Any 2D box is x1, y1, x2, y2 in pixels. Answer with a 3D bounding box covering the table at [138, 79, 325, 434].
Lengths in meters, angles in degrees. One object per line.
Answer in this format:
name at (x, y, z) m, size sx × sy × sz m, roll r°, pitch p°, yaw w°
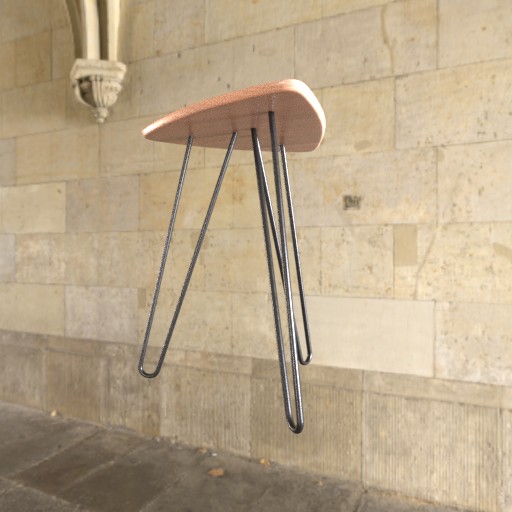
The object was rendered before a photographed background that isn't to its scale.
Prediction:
table at (0.000, 0.000, 0.898) m, size 0.442 × 0.564 × 0.455 m, roll 0°, pitch 0°, yaw -18°
